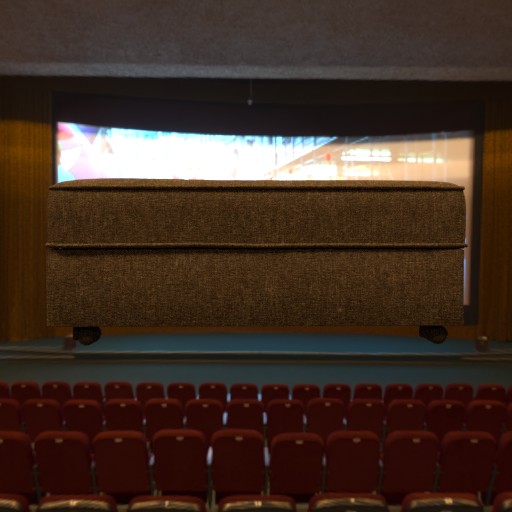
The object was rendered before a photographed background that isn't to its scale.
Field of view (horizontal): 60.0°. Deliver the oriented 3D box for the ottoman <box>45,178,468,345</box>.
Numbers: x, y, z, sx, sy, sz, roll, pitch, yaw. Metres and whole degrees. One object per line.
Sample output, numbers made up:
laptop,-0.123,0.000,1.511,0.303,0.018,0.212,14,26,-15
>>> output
ottoman,0.000,0.000,1.560,1.184,0.487,0.717,0,1,-1
